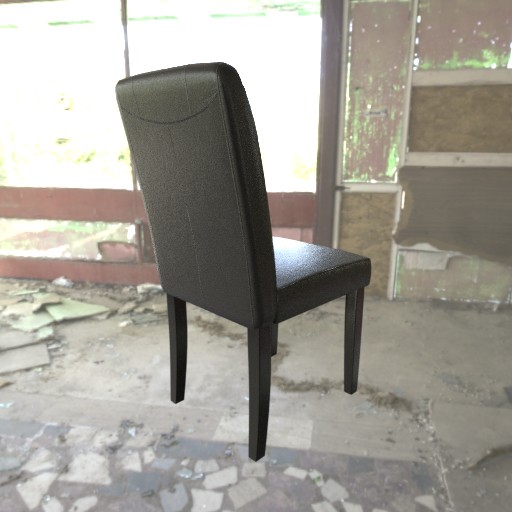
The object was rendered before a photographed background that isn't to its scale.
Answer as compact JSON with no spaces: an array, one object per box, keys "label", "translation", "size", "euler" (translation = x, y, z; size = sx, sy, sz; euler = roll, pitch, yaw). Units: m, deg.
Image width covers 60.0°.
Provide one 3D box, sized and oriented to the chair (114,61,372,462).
[{"label":"chair","translation":[0.000,0.000,1.199],"size":[0.556,0.897,0.399],"euler":[-15,21,-43]}]
